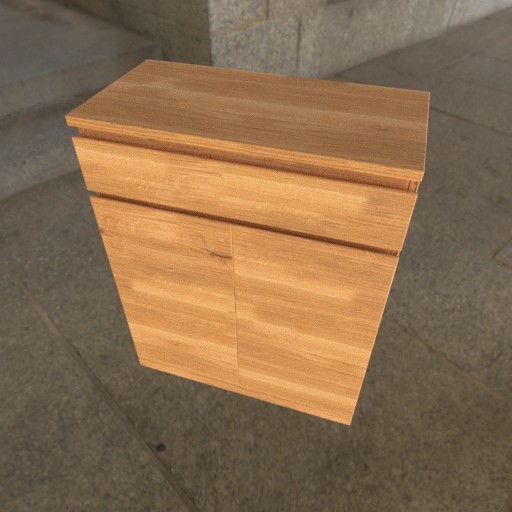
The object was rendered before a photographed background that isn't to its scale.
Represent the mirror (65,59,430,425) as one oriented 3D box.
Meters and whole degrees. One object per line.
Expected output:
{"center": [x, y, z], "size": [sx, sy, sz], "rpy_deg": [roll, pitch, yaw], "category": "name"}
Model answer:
{"center": [0.000, 0.000, 1.409], "size": [0.800, 1.000, 0.400], "rpy_deg": [12, 44, 13], "category": "mirror"}
